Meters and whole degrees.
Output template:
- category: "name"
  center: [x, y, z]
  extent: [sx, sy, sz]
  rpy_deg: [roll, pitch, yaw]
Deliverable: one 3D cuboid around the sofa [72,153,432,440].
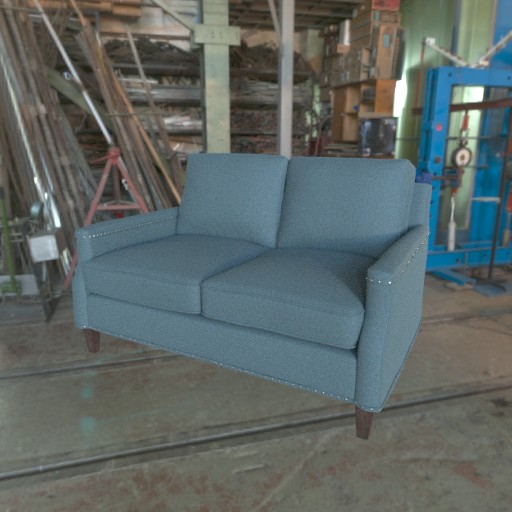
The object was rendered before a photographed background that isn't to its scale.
- category: "sofa"
  center: [0.000, 0.000, 2.286]
  extent: [1.597, 1.003, 1.084]
  rpy_deg: [8, 17, 28]
